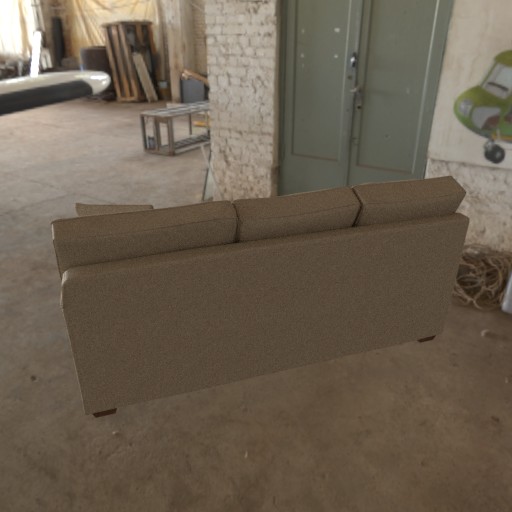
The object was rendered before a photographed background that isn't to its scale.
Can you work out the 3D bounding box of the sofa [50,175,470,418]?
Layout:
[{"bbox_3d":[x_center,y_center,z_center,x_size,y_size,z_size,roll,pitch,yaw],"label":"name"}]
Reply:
[{"bbox_3d":[0.000,0.000,2.503,1.963,0.946,1.034,-8,27,-16],"label":"sofa"}]
